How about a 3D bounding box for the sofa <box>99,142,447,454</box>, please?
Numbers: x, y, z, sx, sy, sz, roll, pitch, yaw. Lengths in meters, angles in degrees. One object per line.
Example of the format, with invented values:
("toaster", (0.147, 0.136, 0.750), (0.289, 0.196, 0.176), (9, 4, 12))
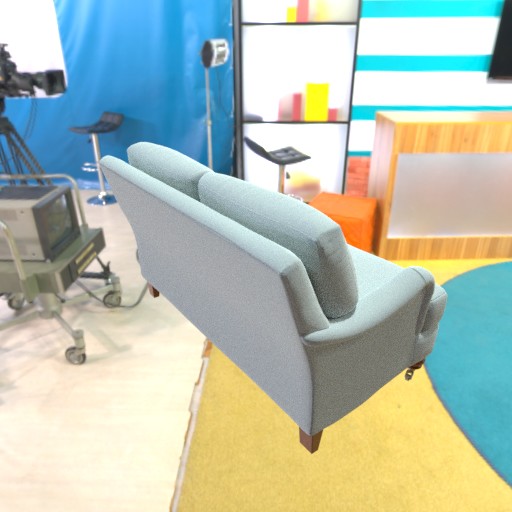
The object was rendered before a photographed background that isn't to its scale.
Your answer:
("sofa", (0.000, 0.000, 2.540), (1.084, 1.101, 1.853), (-18, 32, -32))
